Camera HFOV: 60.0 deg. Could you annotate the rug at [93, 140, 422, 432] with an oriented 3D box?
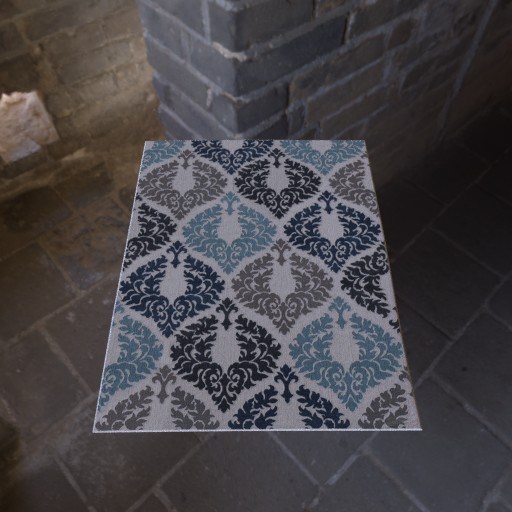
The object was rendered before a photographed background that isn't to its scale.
[{"bbox_3d":[0.000,0.000,4.057,2.423,0.014,3.040,0,57,0],"label":"rug"}]
